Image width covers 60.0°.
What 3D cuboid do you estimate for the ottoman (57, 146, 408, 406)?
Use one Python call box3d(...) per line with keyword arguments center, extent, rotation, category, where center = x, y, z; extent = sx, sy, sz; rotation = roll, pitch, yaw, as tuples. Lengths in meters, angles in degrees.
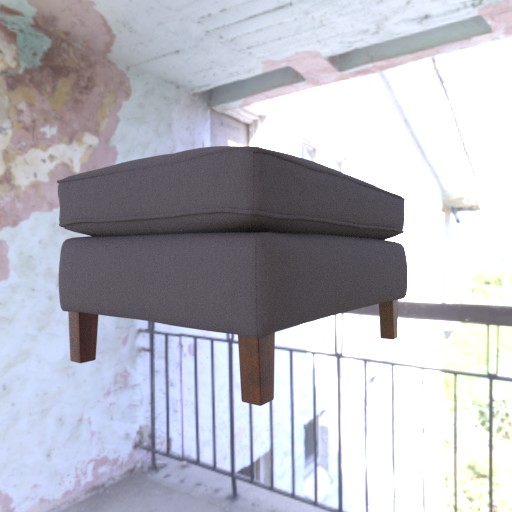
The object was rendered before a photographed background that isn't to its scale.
box3d(center=(0.000, 0.000, 0.979), extent=(0.508, 0.406, 0.686), rotation=(0, 0, 35), category="ottoman")
